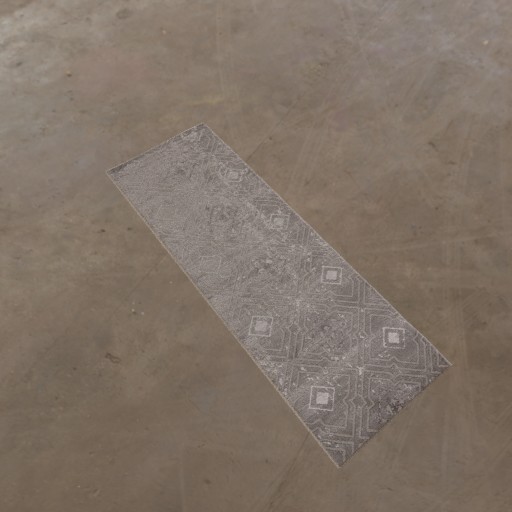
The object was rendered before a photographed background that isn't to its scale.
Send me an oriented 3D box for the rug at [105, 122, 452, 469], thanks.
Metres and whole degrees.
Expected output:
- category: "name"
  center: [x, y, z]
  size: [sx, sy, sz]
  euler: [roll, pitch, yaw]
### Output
- category: "rug"
  center: [0.000, 0.000, 2.741]
  size: [0.832, 0.035, 2.381]
  euler: [-33, 64, -19]
